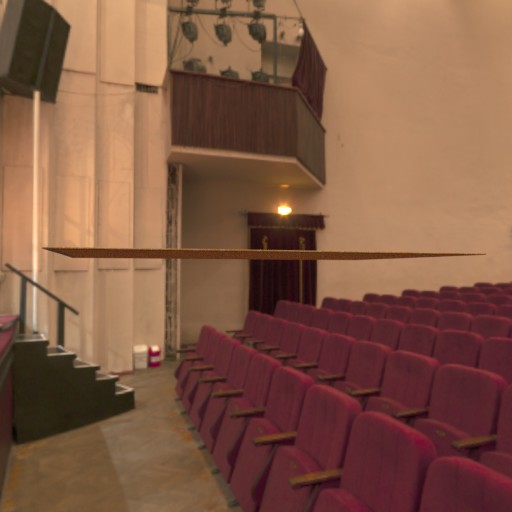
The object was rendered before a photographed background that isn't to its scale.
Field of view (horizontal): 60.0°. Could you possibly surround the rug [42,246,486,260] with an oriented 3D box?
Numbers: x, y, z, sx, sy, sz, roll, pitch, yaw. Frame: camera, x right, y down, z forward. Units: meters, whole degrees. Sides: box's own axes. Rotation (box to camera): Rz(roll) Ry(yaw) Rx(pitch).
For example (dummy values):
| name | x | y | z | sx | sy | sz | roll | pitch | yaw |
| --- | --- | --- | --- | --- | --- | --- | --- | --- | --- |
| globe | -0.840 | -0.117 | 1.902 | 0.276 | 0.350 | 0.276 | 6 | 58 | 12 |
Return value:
| name | x | y | z | sx | sy | sz | roll | pitch | yaw |
| --- | --- | --- | --- | --- | --- | --- | --- | --- | --- |
| rug | 0.000 | 0.000 | 2.991 | 2.424 | 0.010 | 1.511 | 1 | -2 | -18 |
